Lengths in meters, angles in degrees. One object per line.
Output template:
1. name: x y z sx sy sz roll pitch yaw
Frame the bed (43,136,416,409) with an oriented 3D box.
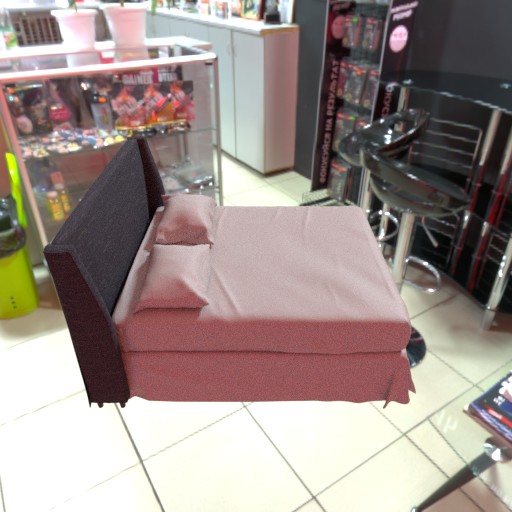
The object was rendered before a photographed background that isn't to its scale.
1. bed: 0.000 0.000 3.476 2.276 1.332 1.925 0 33 0
